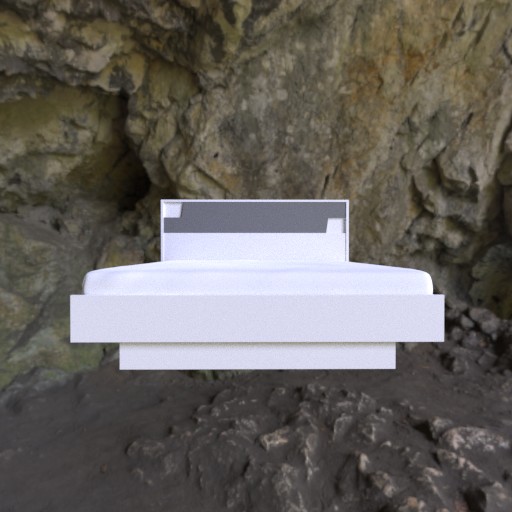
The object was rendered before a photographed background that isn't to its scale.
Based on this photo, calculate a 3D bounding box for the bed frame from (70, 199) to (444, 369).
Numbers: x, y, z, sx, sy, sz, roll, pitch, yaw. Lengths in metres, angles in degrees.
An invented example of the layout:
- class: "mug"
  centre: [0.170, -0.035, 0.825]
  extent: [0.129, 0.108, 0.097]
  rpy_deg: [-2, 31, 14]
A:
- class: "bed frame"
  centre: [0.000, 0.000, 3.018]
  extent: [1.711, 1.001, 2.100]
  rpy_deg: [0, 1, 0]
